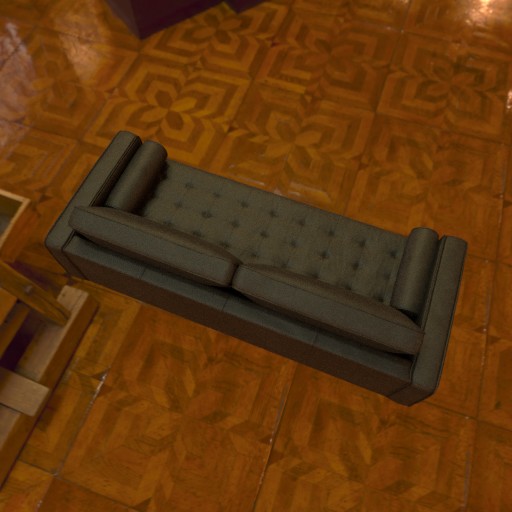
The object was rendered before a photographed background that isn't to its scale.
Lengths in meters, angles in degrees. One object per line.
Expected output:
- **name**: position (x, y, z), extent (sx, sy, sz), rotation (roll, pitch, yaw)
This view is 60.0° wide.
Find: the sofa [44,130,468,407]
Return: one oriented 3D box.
- **sofa**: position (0.000, 0.000, 2.594), extent (2.210, 0.762, 0.914), rotation (20, 65, 9)
